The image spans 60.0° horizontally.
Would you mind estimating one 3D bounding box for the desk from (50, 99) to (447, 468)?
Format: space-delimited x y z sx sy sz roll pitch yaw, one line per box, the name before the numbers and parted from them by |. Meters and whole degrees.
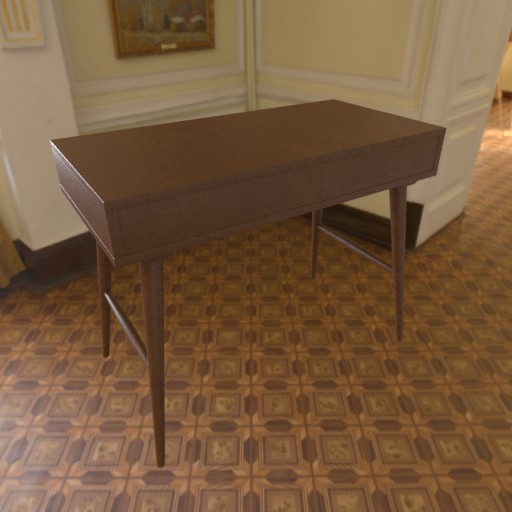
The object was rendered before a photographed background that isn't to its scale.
desk | 0.000 0.000 1.372 0.949 0.758 0.510 -18 35 -28
